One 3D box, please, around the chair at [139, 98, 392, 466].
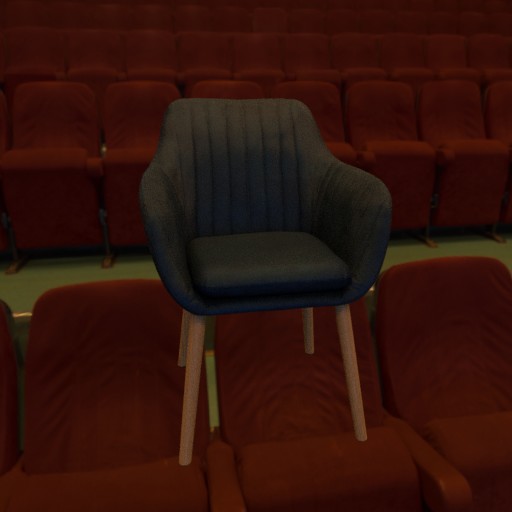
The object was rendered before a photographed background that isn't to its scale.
[{"bbox_3d":[0.000,0.000,1.211,0.578,0.826,0.573,-3,18,-10],"label":"chair"}]
